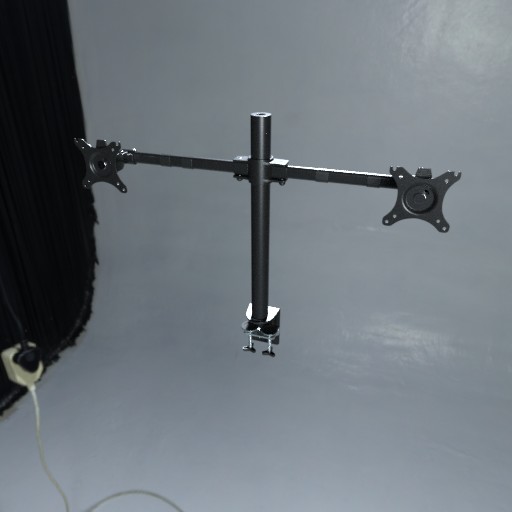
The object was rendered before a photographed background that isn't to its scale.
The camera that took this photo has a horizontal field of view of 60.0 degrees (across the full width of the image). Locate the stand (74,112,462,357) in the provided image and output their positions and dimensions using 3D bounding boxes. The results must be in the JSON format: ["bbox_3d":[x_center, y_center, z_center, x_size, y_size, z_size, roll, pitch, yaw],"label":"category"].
[{"bbox_3d":[0.000,0.000,0.992,0.743,0.603,0.150,9,29,16],"label":"stand"}]
